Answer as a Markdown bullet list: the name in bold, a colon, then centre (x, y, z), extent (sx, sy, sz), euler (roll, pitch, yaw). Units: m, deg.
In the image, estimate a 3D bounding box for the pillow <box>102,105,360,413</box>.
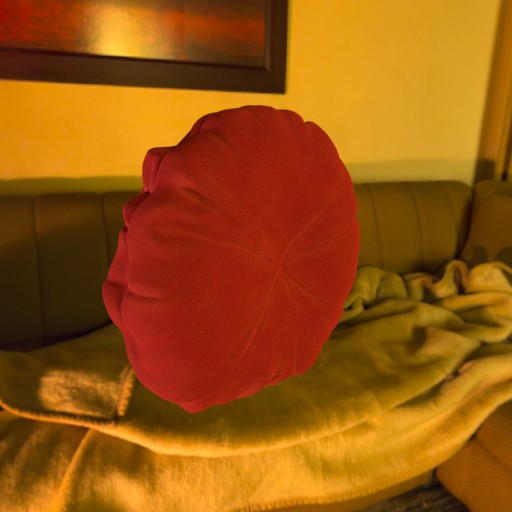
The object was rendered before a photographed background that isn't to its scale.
- **pillow**: centre (0.000, 0.000, 0.631), extent (0.428, 0.407, 0.148), euler (-14, 21, -41)
